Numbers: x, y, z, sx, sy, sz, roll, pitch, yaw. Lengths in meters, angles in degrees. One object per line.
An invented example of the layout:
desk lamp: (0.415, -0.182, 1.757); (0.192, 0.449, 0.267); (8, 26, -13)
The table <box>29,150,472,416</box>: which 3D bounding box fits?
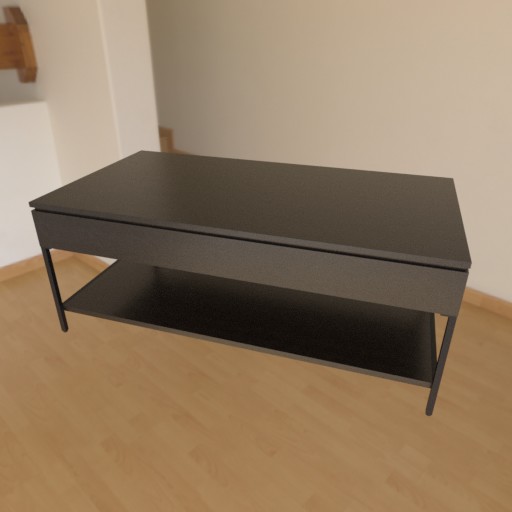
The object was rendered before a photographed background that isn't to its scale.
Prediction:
table: (0.000, 0.000, 1.379); (1.095, 0.435, 0.574); (9, 29, 16)
